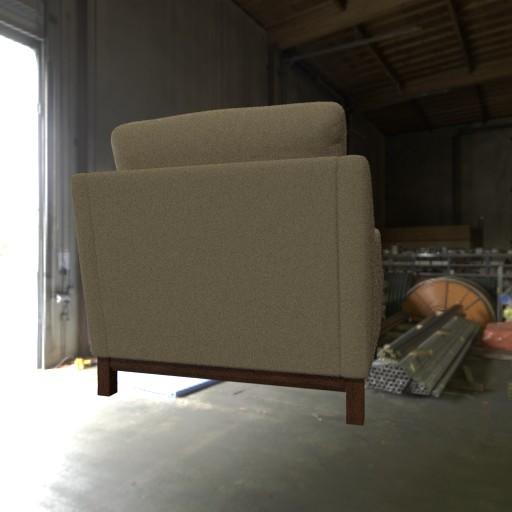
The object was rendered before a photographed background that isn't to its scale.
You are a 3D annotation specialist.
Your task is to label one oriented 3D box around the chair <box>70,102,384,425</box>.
[{"bbox_3d":[0.000,0.000,1.687,0.912,0.916,1.001,0,0,18],"label":"chair"}]
